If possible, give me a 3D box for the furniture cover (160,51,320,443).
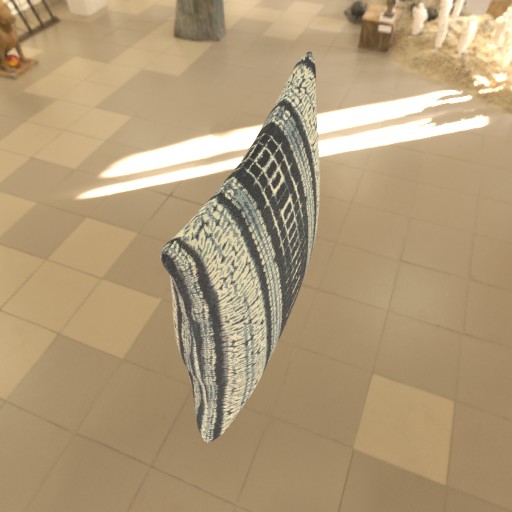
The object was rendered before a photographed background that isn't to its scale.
[{"bbox_3d":[0.000,0.000,0.659,0.133,0.435,0.425,16,50,14],"label":"furniture cover"}]
